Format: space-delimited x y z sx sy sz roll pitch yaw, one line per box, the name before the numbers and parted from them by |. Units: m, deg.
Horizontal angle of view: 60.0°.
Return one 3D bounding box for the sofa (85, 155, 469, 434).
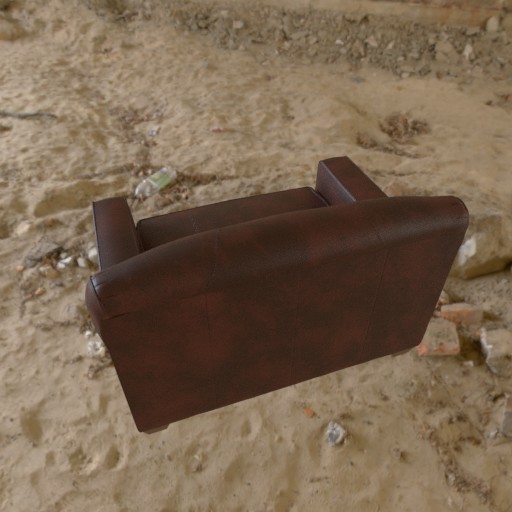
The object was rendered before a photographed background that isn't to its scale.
sofa | 0.000 0.000 2.083 1.413 0.956 1.000 -13 43 -14
